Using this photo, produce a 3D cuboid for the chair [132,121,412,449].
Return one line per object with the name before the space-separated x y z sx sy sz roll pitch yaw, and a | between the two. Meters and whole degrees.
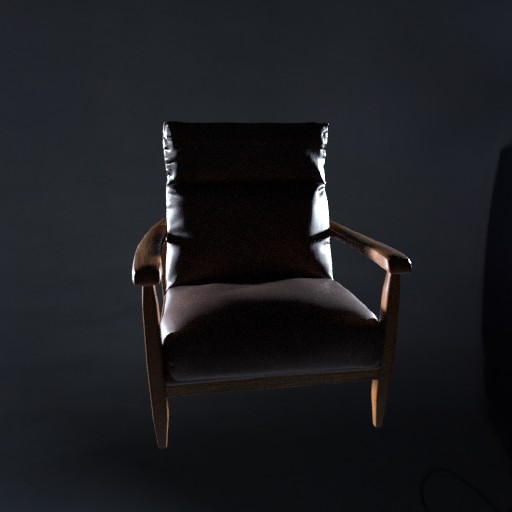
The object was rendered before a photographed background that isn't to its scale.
chair | 0.000 0.000 1.520 0.782 0.897 0.830 -2 16 -8
